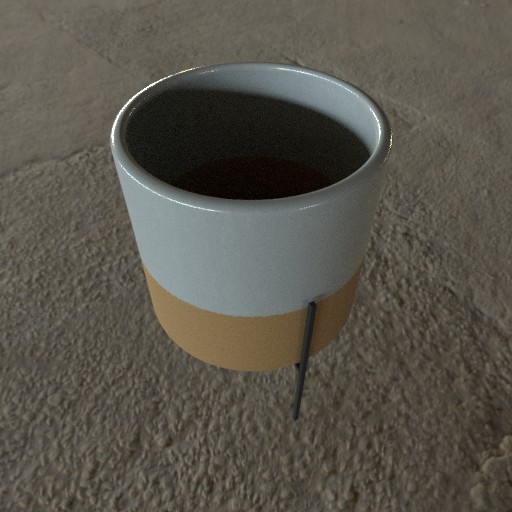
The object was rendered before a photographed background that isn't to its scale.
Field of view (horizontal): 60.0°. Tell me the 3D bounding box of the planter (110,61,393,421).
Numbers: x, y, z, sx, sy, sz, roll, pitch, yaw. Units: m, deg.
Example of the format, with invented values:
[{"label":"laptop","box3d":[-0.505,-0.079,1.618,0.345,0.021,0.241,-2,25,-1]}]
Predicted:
[{"label":"planter","box3d":[0.000,0.000,0.634,0.310,0.432,0.310,-31,54,-26]}]
